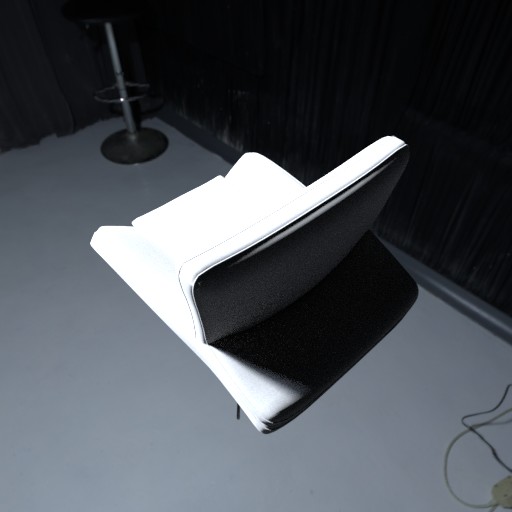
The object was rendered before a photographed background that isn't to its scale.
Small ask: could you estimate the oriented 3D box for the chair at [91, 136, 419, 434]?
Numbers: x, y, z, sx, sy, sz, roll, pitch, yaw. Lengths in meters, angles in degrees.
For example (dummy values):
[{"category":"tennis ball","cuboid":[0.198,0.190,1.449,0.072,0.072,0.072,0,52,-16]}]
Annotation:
[{"category":"chair","cuboid":[0.000,0.000,1.630,0.859,0.855,1.008,-33,55,-27]}]
